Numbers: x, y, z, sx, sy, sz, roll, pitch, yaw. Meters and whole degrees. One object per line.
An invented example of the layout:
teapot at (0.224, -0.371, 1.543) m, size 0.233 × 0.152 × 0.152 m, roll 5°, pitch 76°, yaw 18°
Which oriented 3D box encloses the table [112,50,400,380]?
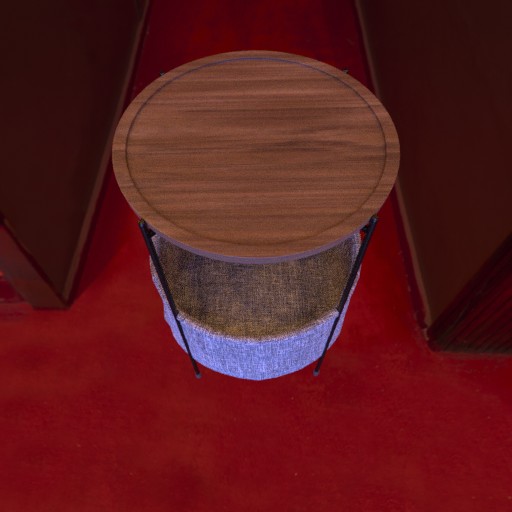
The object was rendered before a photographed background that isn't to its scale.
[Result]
table at (0.000, 0.000, 0.867) m, size 0.400 × 0.623 × 0.400 m, roll -1°, pitch 58°, yaw -1°
